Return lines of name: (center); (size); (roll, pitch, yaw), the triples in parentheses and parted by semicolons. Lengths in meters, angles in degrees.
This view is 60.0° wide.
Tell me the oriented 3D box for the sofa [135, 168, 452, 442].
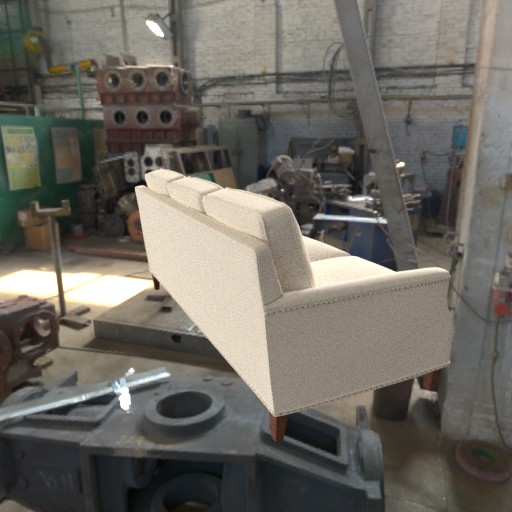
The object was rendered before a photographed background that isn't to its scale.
sofa: (0.000, 0.000, 2.846); (1.084, 1.003, 2.246); (-7, 17, -25)
